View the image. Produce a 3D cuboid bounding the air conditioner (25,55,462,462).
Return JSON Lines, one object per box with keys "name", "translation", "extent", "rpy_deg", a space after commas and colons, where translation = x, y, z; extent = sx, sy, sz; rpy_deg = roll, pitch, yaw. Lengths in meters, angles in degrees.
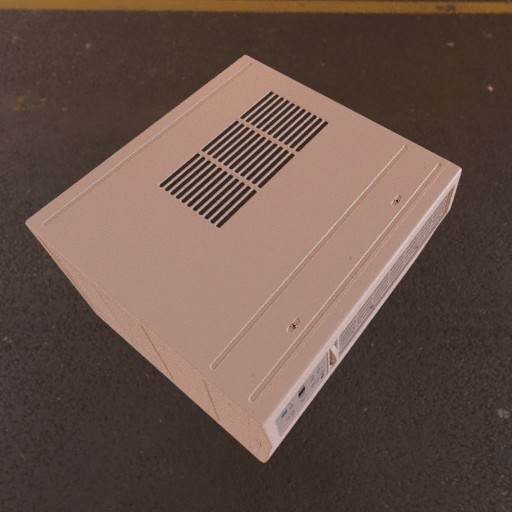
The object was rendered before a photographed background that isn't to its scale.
{"name": "air conditioner", "translation": [0.000, 0.000, 1.053], "extent": [0.599, 0.455, 0.645], "rpy_deg": [35, 66, 19]}
